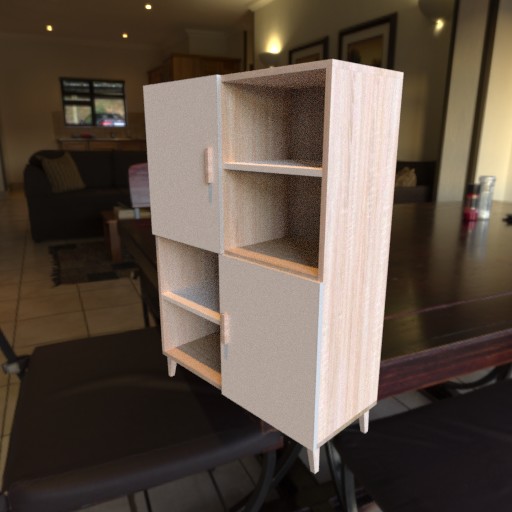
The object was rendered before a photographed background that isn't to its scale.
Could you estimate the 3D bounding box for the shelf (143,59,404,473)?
[{"bbox_3d":[0.000,0.000,1.888,0.434,1.405,0.995,-14,21,-42],"label":"shelf"}]
